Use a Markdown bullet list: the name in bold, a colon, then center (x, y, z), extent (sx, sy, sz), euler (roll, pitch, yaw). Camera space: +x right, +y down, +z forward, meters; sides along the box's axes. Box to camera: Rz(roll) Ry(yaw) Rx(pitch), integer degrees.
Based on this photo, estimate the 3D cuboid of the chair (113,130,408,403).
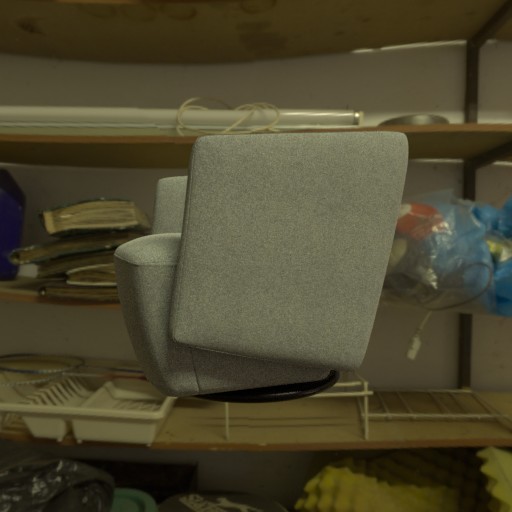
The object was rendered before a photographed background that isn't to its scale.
- **chair**: center (0.000, 0.000, 1.615), extent (0.986, 0.861, 0.822), euler (0, 1, -20)
